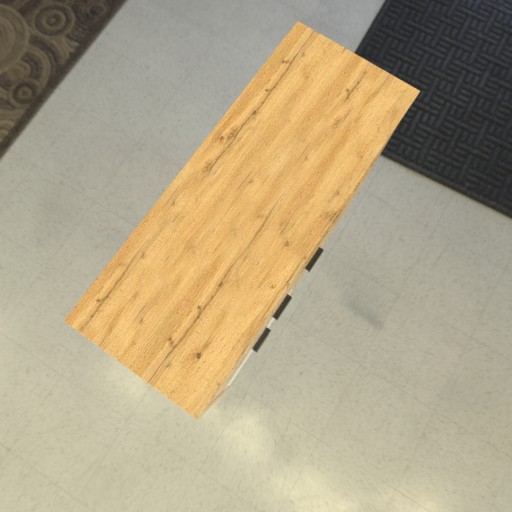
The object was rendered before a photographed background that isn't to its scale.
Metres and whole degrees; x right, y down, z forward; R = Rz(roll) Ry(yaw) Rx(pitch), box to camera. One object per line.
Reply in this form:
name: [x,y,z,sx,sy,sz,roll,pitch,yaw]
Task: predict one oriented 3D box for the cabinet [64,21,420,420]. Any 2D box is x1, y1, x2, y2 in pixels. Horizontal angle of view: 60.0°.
cabinet: [0.000,0.000,1.969,0.473,1.397,1.168,34,79,8]
